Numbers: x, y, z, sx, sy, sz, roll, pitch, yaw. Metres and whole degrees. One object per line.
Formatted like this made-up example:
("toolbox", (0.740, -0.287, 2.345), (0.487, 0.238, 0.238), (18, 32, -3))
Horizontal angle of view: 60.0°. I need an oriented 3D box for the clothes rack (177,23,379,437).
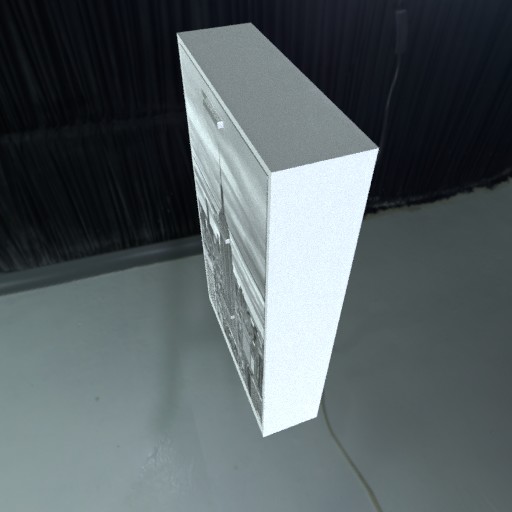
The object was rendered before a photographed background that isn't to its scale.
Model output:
("clothes rack", (0.000, 0.000, 1.574), (0.250, 1.280, 0.750), (-15, 48, -14))
